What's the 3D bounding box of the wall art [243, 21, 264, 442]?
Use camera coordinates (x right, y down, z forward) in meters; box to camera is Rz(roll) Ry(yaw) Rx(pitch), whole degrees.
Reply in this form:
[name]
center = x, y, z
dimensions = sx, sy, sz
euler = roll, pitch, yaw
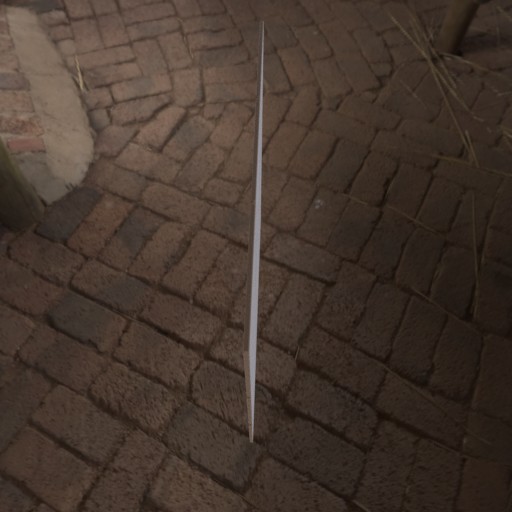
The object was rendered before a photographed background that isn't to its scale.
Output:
[wall art]
center = 0.000, 0.000, 2.232
dimensions = 0.017, 1.521, 1.527
euler = 2, 59, 1
